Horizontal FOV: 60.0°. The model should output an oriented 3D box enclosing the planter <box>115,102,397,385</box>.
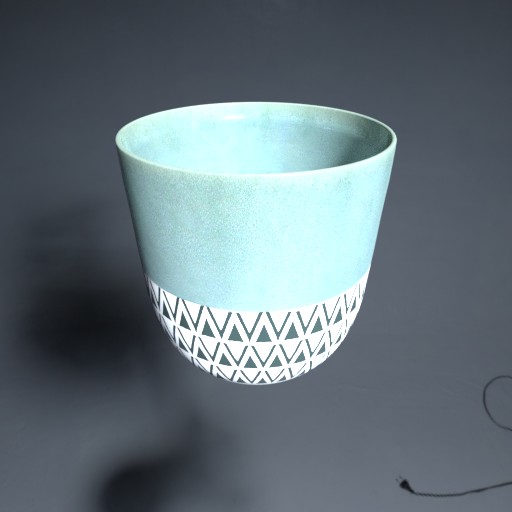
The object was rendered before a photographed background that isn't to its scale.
[{"bbox_3d":[0.000,0.000,0.376,0.198,0.214,0.198,0,30,0],"label":"planter"}]
